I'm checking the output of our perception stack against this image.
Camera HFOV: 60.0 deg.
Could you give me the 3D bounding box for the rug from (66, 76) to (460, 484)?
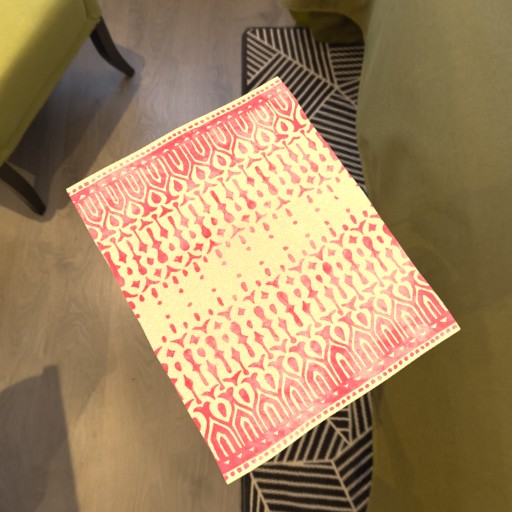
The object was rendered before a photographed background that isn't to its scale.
[{"bbox_3d":[0.000,0.000,4.125,2.441,0.016,3.095,-31,77,-8],"label":"rug"}]
